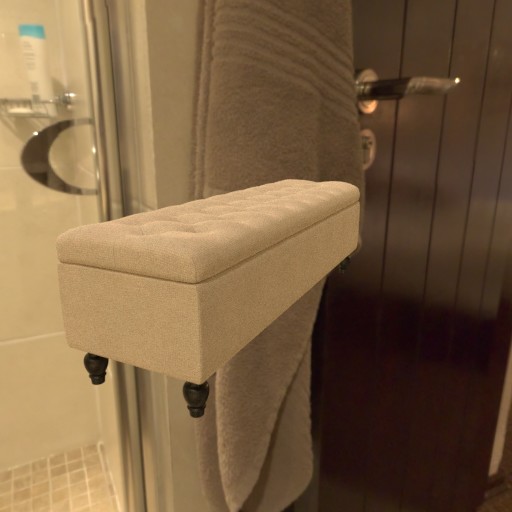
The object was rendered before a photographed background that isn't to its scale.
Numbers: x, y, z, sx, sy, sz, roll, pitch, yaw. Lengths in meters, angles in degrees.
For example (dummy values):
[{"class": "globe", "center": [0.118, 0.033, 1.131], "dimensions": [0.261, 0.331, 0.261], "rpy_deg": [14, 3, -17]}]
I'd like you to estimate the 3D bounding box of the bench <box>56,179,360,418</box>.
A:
[{"class": "bench", "center": [0.000, 0.000, 1.736], "dimensions": [0.455, 0.467, 1.480], "rpy_deg": [8, 17, 26]}]
